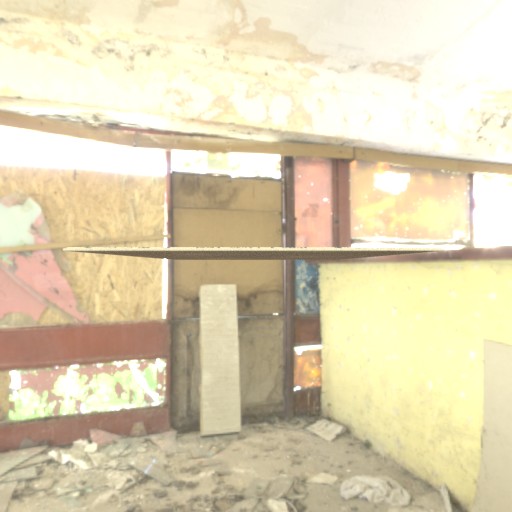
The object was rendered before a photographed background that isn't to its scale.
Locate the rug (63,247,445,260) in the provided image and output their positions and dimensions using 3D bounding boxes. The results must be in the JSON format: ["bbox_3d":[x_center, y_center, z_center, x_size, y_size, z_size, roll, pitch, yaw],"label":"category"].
[{"bbox_3d":[0.000,0.000,2.315,1.213,0.012,1.831,0,-1,0],"label":"rug"}]
